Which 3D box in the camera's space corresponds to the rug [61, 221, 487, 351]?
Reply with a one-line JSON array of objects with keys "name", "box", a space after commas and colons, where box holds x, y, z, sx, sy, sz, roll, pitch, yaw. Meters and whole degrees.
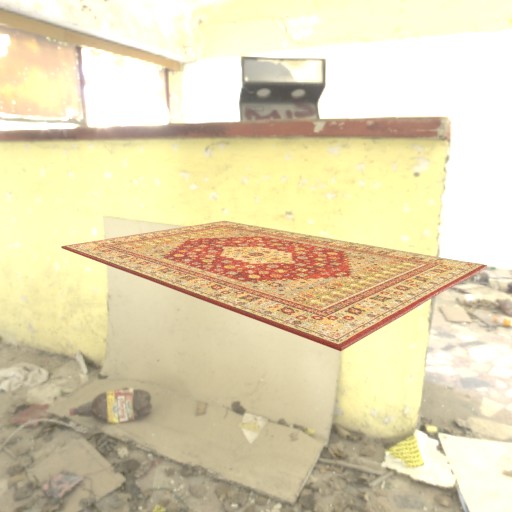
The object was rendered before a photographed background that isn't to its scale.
[{"name": "rug", "box": [0.000, 0.000, 2.219, 1.802, 0.013, 1.194, 13, 19, 43]}]
